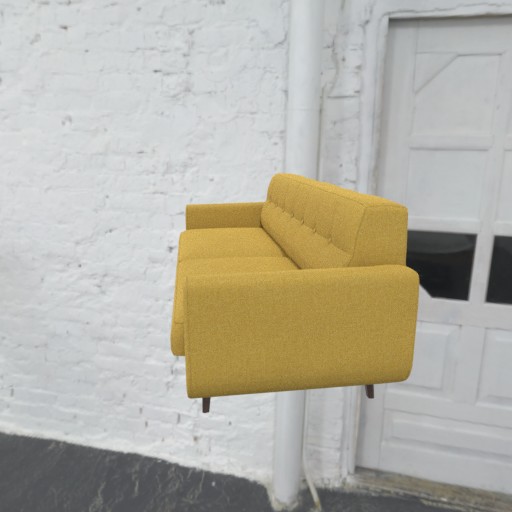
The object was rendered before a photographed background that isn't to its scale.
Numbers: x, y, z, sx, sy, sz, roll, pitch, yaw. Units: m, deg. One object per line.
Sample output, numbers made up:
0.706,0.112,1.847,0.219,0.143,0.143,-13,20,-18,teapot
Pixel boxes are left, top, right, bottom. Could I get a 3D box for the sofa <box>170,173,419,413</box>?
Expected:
0.000,0.000,2.538,0.909,0.841,2.029,-2,14,-8,sofa
